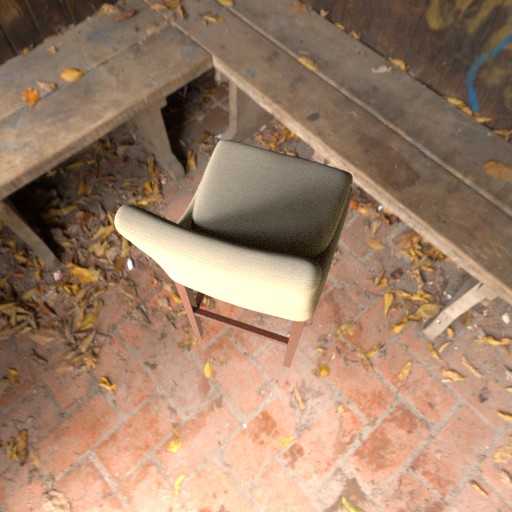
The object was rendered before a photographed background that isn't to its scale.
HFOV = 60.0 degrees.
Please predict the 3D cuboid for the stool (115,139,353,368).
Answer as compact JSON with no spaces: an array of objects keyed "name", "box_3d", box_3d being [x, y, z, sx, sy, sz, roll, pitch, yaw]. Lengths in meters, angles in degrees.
[{"name":"stool","box_3d":[0.000,0.000,1.415,0.470,1.078,0.577,17,65,8]}]
